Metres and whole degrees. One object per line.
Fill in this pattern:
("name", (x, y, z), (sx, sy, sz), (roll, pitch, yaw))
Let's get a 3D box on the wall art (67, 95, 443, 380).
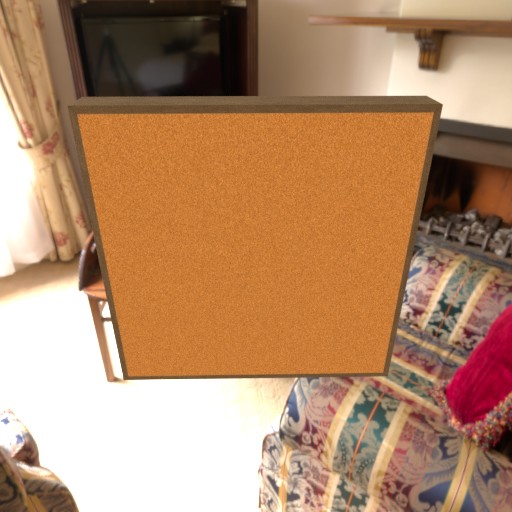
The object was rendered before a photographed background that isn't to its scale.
("wall art", (0.000, 0.000, 0.448), (0.303, 0.302, 0.038), (-1, 30, -1))
